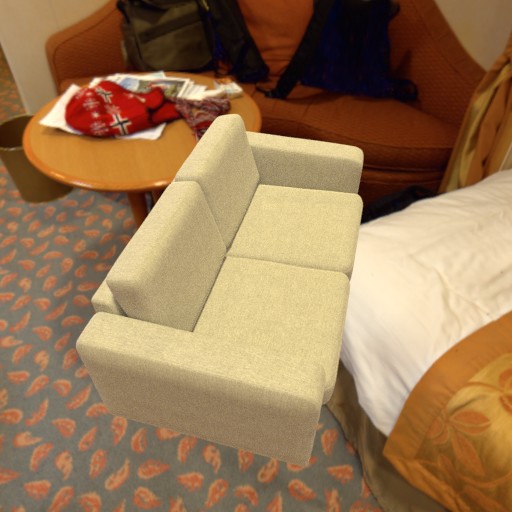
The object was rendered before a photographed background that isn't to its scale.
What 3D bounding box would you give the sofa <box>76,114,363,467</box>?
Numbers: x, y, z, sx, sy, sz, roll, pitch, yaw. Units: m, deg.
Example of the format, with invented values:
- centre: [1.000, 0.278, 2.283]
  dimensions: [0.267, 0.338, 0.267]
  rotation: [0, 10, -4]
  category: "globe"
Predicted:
- centre: [0.000, 0.000, 2.074]
  dimensions: [0.900, 0.800, 1.540]
  rotation: [11, 46, 11]
  category: "sofa"
